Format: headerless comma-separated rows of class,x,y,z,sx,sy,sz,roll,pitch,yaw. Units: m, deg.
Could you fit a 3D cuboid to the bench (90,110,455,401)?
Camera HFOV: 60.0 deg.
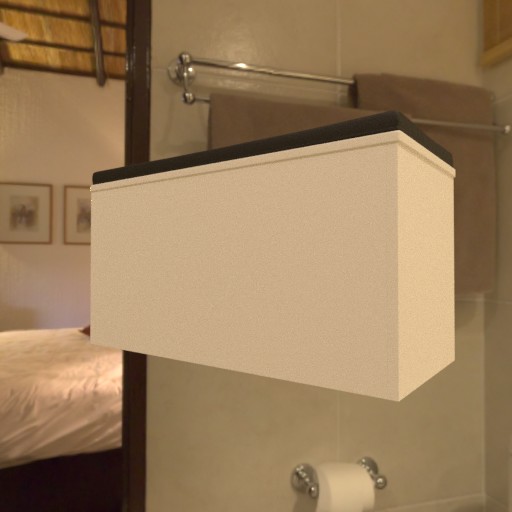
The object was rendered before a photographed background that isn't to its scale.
bench,0.000,0.000,1.169,0.899,0.500,0.401,-1,-1,37
